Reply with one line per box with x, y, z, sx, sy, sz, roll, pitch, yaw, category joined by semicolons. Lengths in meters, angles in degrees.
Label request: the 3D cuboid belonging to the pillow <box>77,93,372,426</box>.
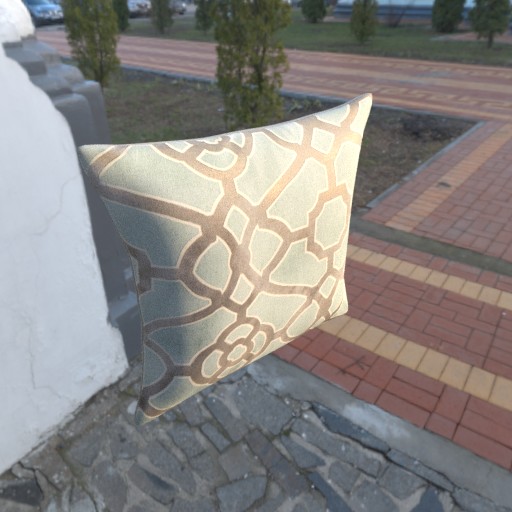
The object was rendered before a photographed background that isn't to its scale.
0.000;0.000;0.814;0.552;0.508;0.166;-21;37;-31;pillow
